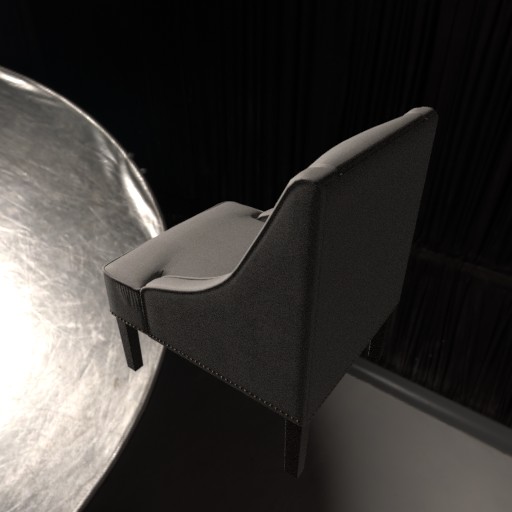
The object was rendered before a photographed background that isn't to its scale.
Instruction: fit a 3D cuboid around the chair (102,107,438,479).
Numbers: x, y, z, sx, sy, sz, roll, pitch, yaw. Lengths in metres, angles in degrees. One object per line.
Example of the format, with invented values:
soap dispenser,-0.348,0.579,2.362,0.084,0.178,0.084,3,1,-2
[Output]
chair,0.000,0.000,1.352,0.747,0.867,0.631,21,38,30
